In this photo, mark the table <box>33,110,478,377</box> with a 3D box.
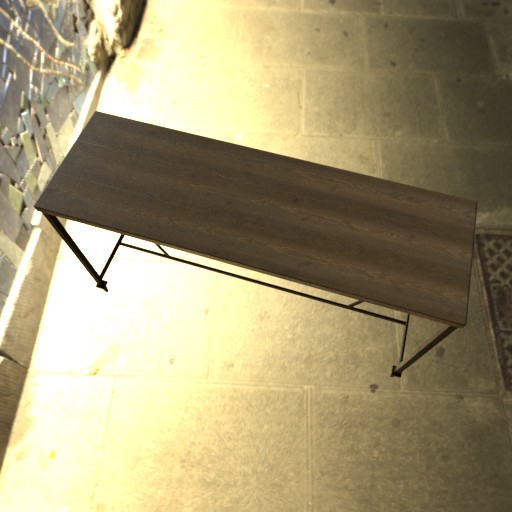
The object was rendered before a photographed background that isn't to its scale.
[{"bbox_3d":[0.000,0.000,2.173,1.700,0.902,0.551,15,63,8],"label":"table"}]
